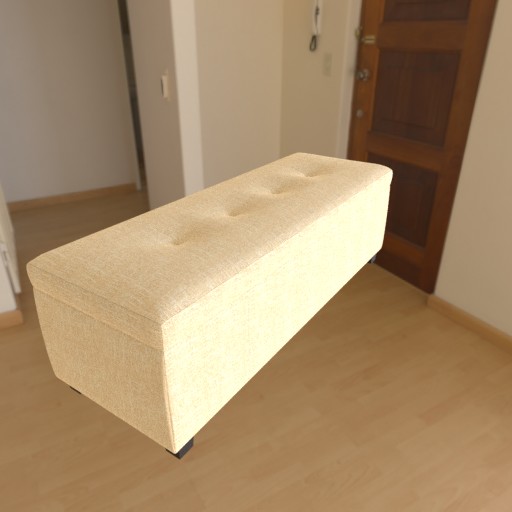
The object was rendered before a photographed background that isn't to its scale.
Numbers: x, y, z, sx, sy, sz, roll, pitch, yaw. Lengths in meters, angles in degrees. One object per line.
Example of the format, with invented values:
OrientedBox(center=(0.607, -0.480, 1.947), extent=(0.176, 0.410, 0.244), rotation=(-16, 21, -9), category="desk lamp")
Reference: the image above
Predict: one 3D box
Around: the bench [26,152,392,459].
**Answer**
OrientedBox(center=(0.000, 0.000, 1.402), extent=(0.432, 0.406, 1.219), rotation=(17, 31, 30), category="bench")
